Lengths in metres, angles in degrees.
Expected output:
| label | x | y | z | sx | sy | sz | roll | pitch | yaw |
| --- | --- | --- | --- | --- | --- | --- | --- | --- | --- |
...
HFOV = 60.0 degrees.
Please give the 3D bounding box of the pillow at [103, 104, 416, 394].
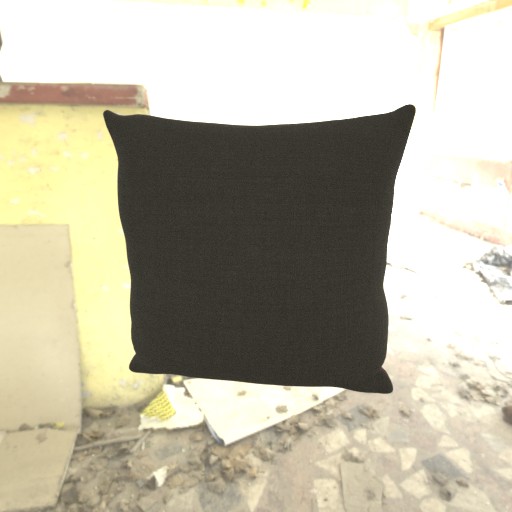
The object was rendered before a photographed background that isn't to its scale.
| label | x | y | z | sx | sy | sz | roll | pitch | yaw |
| --- | --- | --- | --- | --- | --- | --- | --- | --- | --- |
| pillow | 0.000 | 0.000 | 0.767 | 0.503 | 0.496 | 0.208 | 3 | 18 | 8 |
